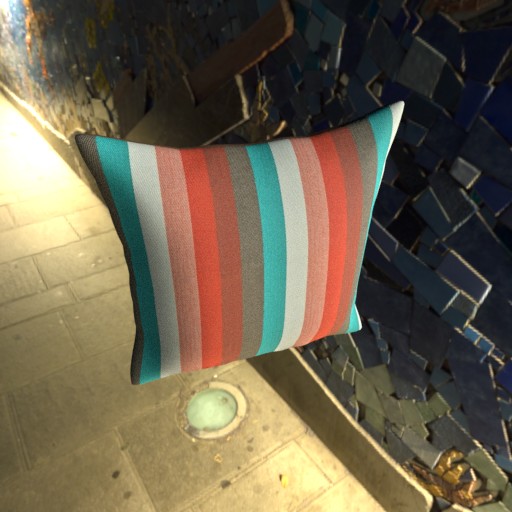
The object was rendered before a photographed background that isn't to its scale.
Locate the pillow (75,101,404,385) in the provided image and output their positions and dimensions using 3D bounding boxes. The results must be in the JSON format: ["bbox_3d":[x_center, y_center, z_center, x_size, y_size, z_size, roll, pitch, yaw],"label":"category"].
[{"bbox_3d":[0.000,0.000,0.703,0.453,0.443,0.168,-11,35,-16],"label":"pillow"}]
